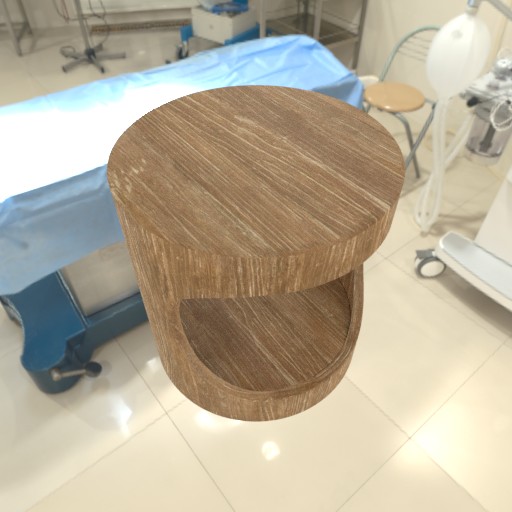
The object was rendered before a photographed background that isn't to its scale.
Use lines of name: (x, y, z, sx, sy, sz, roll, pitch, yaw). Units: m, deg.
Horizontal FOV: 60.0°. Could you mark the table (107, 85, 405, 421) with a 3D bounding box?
table: (0.000, 0.000, 1.001, 0.527, 0.551, 0.527, 0, 46, 0)
